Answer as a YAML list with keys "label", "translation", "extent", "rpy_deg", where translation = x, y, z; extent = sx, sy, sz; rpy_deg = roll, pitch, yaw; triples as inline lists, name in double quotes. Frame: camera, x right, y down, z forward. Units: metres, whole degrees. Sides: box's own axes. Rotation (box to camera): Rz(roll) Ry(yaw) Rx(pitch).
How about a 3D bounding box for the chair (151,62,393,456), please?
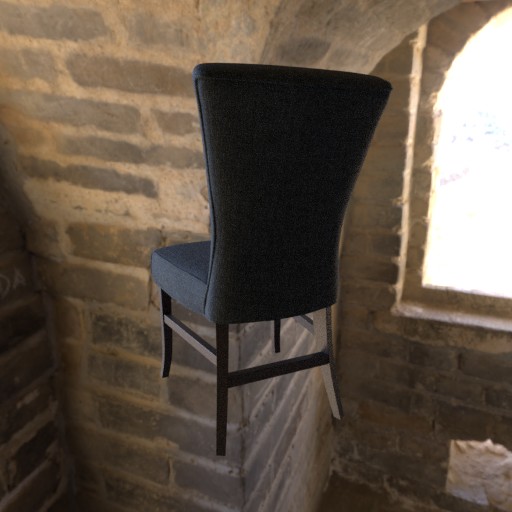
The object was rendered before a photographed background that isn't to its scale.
- label: "chair"
  translation: [0.000, 0.000, 1.349]
  extent: [0.520, 0.991, 0.660]
  rpy_deg: [-6, 15, -25]
